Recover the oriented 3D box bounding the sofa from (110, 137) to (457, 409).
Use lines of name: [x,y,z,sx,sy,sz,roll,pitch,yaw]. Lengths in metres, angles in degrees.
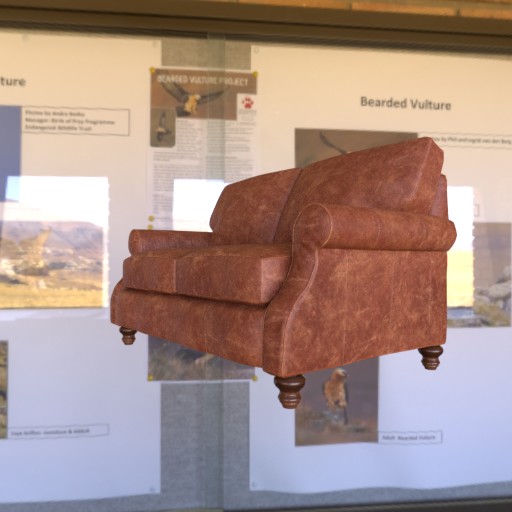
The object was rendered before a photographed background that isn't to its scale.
sofa: [0.000,0.000,2.163,0.990,0.967,1.616,0,-1,-38]
